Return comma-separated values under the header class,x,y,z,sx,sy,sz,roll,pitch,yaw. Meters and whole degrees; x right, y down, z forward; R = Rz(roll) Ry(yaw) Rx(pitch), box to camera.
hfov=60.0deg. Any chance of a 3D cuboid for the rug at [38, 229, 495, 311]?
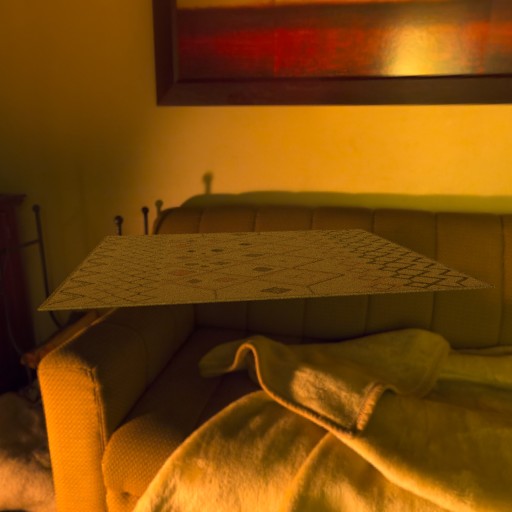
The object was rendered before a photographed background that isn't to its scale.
class,x,y,z,sx,sy,sz,roll,pitch,yaw
rug,0.000,0.000,4.072,3.050,0.016,2.441,-2,13,-9
